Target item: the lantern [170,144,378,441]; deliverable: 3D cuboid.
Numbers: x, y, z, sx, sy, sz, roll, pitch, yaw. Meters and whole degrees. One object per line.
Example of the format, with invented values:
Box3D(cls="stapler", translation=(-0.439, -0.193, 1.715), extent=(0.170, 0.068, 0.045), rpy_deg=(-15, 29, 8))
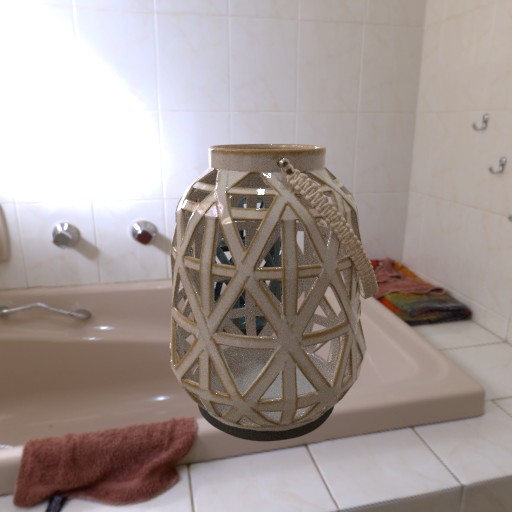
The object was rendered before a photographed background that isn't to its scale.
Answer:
Box3D(cls="lantern", translation=(0.000, 0.000, 0.618), extent=(0.245, 0.307, 0.439), rpy_deg=(-3, 17, -10))
